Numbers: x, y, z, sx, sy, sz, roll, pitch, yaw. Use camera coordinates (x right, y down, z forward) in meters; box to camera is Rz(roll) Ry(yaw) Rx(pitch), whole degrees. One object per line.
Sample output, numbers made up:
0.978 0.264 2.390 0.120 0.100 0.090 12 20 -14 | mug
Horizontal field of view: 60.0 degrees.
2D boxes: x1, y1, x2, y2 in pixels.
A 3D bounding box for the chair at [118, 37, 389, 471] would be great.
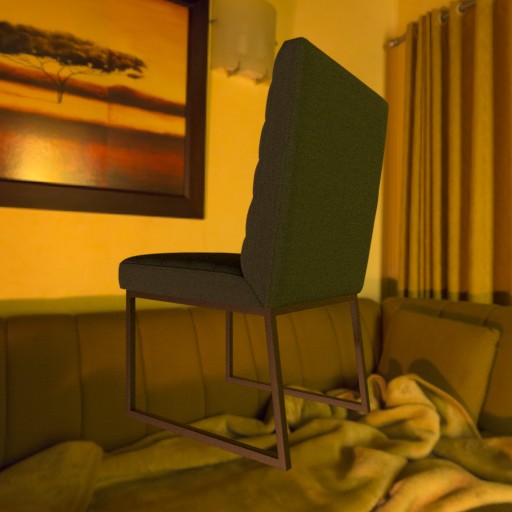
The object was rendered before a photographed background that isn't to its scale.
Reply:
0.000 0.000 1.293 0.634 0.930 0.520 0 0 37 | chair
